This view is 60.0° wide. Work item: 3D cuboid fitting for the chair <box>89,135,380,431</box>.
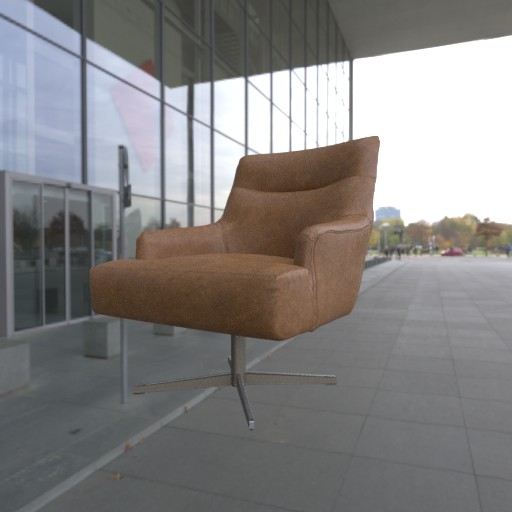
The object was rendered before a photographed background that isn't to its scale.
[{"bbox_3d":[0.000,0.000,1.524,0.729,0.869,0.874,1,1,37],"label":"chair"}]
